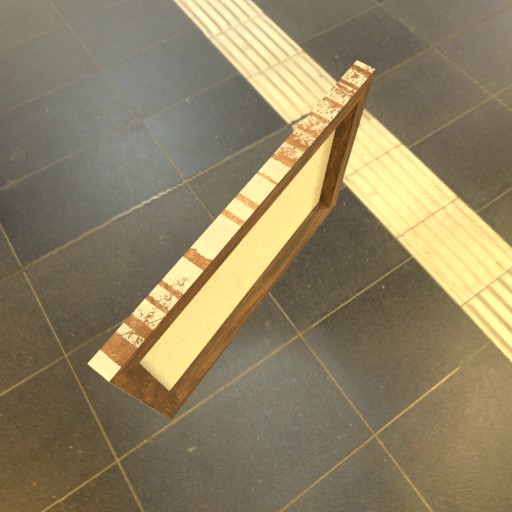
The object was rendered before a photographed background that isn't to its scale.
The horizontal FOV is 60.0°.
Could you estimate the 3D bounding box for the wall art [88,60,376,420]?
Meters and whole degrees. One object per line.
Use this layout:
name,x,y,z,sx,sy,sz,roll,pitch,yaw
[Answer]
wall art,0.000,0.000,0.792,0.035,0.405,0.609,33,68,15
